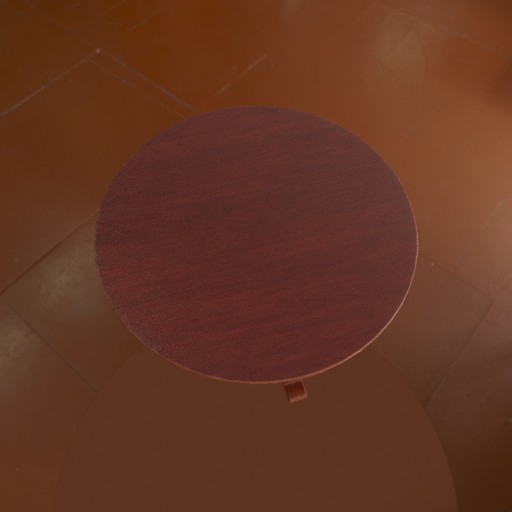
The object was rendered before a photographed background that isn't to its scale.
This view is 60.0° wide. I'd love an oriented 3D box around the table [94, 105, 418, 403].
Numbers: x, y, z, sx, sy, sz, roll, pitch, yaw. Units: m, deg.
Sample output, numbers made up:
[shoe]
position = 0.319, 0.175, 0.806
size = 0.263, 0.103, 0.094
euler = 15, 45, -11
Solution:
[table]
position = 0.000, 0.000, 1.634
size = 1.029, 0.486, 1.029
euler = 0, 62, 0
